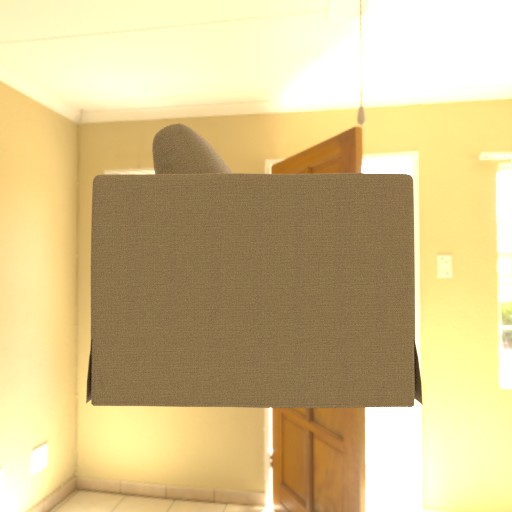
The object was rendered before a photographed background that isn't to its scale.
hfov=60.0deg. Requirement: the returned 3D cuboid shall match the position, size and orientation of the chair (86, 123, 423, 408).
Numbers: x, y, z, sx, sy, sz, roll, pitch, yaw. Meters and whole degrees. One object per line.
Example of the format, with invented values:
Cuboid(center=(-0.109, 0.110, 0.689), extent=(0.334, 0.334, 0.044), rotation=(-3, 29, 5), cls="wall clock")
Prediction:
Cuboid(center=(0.000, 0.000, 1.810), extent=(0.957, 0.878, 1.150), rotation=(0, -2, 1), cls="chair")
